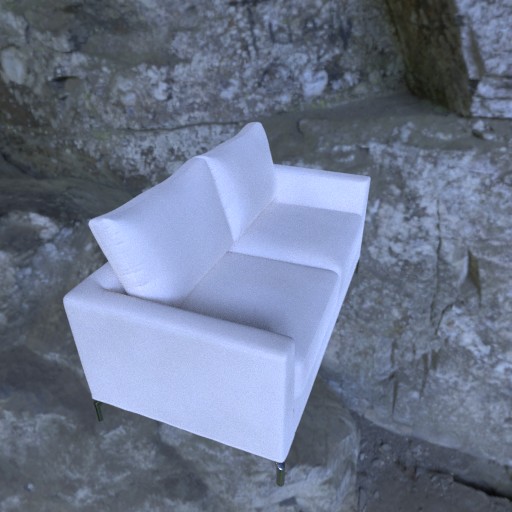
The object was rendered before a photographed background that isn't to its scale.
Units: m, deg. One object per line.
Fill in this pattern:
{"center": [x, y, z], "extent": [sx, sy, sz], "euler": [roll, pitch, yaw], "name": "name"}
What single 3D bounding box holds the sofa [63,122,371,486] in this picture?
{"center": [0.000, 0.000, 2.303], "extent": [0.906, 0.995, 1.739], "euler": [11, 32, 18], "name": "sofa"}
